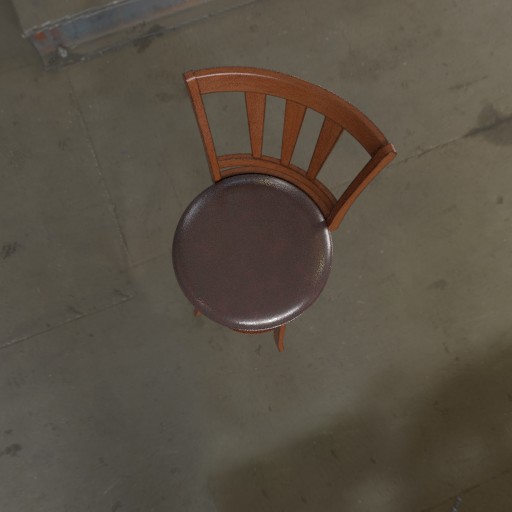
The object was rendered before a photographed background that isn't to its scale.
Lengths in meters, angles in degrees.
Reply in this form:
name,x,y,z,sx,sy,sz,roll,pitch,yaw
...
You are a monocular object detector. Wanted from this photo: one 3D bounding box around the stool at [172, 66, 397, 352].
name,x,y,z,sx,sy,sz,roll,pitch,yaw
stool,0.000,0.000,1.410,0.464,1.177,0.503,22,77,5
